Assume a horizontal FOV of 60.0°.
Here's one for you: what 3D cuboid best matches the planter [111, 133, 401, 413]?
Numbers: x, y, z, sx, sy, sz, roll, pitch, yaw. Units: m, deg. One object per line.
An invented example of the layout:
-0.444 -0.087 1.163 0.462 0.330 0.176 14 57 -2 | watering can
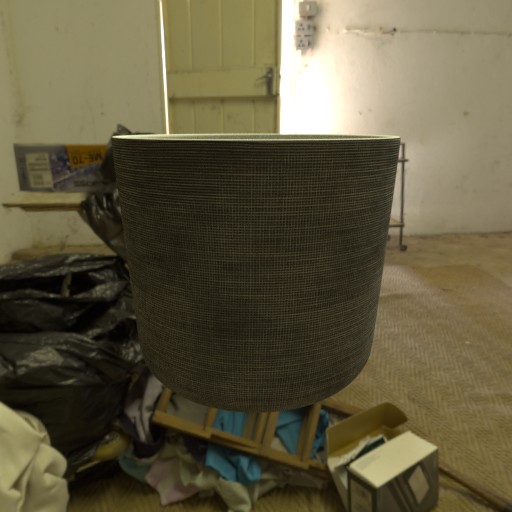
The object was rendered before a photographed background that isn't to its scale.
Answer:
0.000 0.000 0.761 0.440 0.398 0.440 0 16 0 | planter
